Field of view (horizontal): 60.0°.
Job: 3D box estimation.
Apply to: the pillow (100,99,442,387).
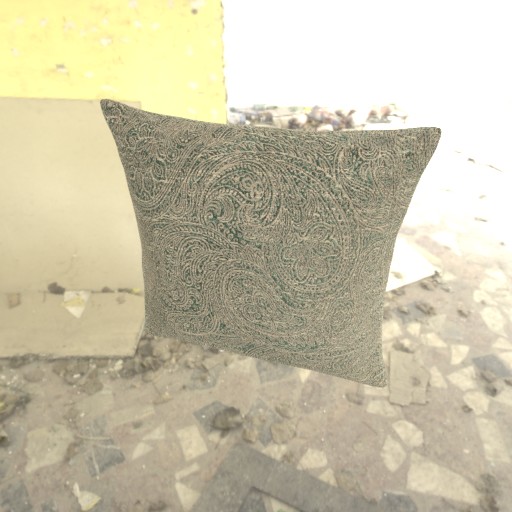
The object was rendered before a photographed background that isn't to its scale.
[{"bbox_3d":[0.000,0.000,0.788,0.526,0.507,0.166,10,33,15],"label":"pillow"}]
